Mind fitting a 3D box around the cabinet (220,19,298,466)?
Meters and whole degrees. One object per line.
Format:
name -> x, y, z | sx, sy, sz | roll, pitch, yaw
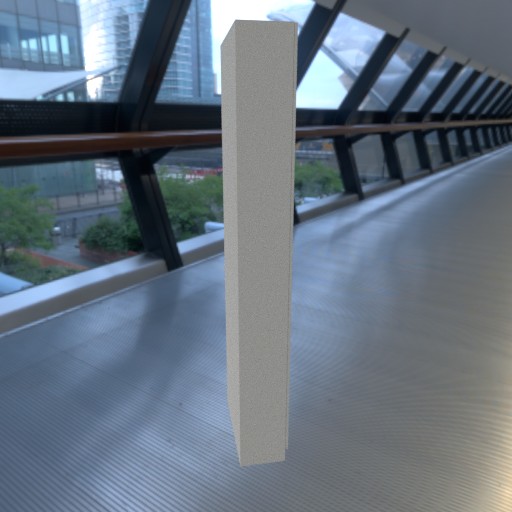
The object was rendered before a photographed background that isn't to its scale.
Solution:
cabinet -> 0.000, 0.000, 1.976 | 0.230, 1.790, 0.500 | -3, 16, -10
